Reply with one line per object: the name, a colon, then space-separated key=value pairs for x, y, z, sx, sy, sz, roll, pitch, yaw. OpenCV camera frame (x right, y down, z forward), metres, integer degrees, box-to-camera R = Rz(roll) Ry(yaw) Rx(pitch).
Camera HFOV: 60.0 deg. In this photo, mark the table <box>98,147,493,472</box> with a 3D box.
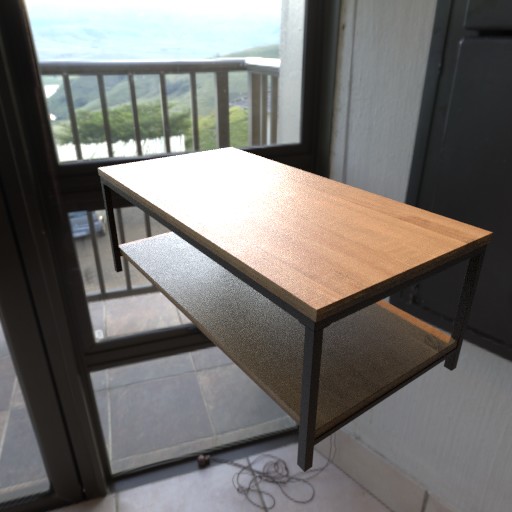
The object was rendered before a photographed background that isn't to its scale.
table: x=0.000 y=0.000 z=1.363 sx=0.551 sy=0.399 sz=1.100 roll=-18 pitch=31 yaw=-32
